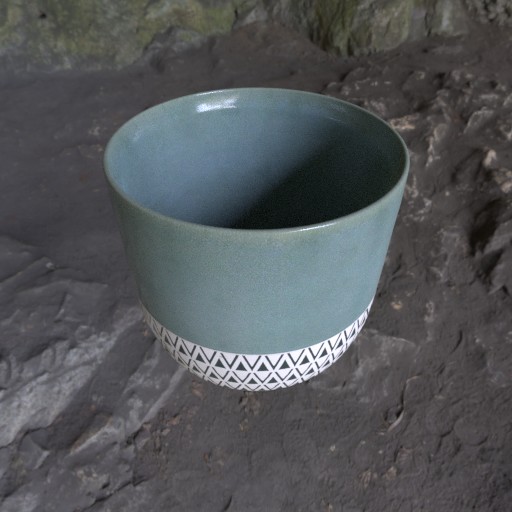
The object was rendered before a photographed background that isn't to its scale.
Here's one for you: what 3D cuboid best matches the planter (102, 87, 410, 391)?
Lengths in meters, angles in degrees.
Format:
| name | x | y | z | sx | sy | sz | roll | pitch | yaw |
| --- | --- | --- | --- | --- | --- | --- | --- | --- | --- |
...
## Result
| name | x | y | z | sx | sy | sz | roll | pitch | yaw |
| --- | --- | --- | --- | --- | --- | --- | --- | --- | --- |
| planter | 0.000 | 0.000 | 0.483 | 0.266 | 0.270 | 0.266 | 0 | 41 | 0 |
